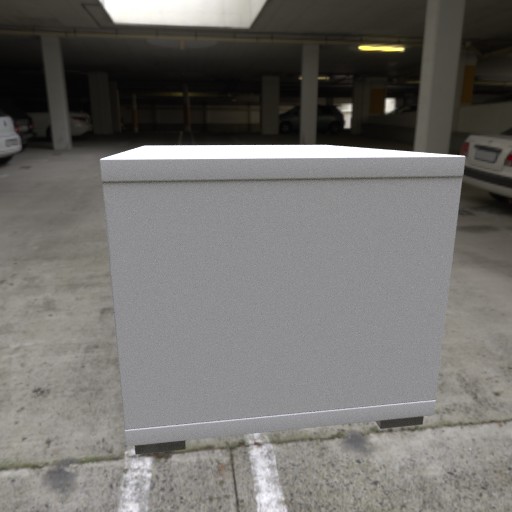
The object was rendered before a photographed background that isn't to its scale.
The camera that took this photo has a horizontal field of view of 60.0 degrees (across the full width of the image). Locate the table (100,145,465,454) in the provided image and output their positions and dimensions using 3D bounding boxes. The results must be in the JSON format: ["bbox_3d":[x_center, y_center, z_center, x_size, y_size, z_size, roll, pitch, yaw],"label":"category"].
[{"bbox_3d":[0.000,0.000,0.764,0.399,0.357,0.517,-2,16,-9],"label":"table"}]
